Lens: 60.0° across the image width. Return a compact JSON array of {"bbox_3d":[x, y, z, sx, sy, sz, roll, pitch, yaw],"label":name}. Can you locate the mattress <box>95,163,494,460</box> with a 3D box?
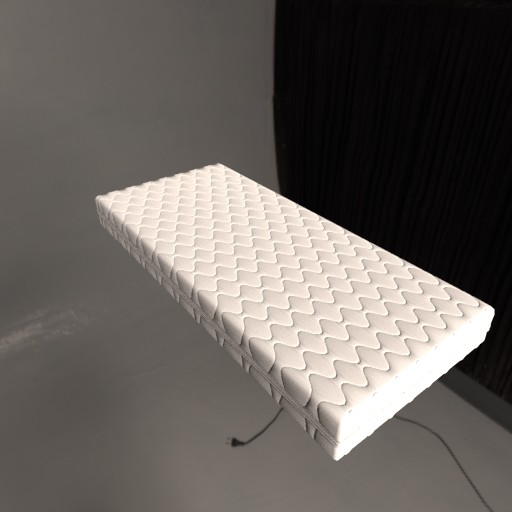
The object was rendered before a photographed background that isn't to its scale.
[{"bbox_3d":[0.000,0.000,2.249,0.900,0.200,2.000,-23,39,-31],"label":"mattress"}]
